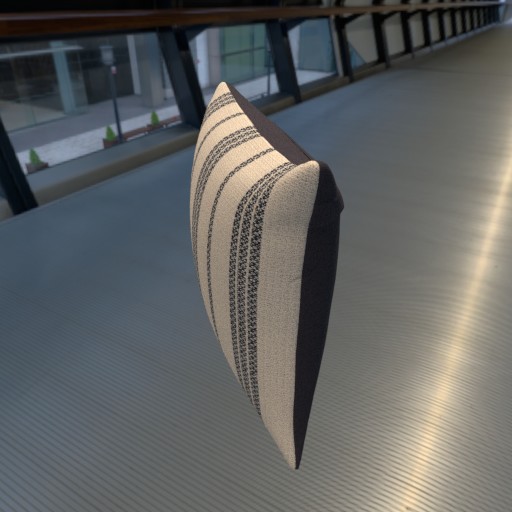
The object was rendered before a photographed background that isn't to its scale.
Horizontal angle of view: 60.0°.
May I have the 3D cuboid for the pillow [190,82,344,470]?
[{"bbox_3d":[0.000,0.000,0.629,0.173,0.406,0.405,-8,32,-13],"label":"pillow"}]
